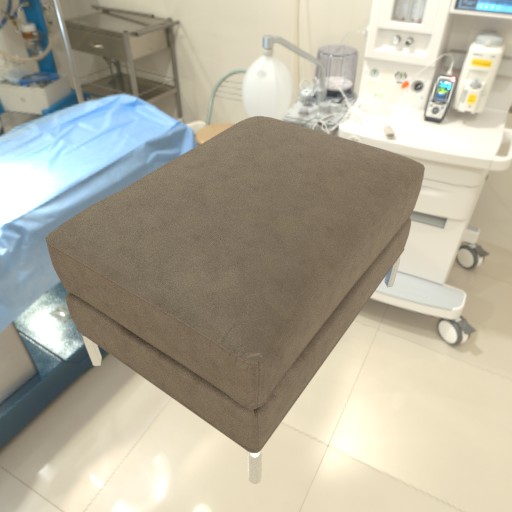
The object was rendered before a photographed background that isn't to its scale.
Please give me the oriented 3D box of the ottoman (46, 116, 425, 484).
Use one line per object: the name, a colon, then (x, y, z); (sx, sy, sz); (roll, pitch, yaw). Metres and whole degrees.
ottoman: (0.000, 0.000, 1.058); (0.520, 0.456, 0.719); (25, 46, 26)
